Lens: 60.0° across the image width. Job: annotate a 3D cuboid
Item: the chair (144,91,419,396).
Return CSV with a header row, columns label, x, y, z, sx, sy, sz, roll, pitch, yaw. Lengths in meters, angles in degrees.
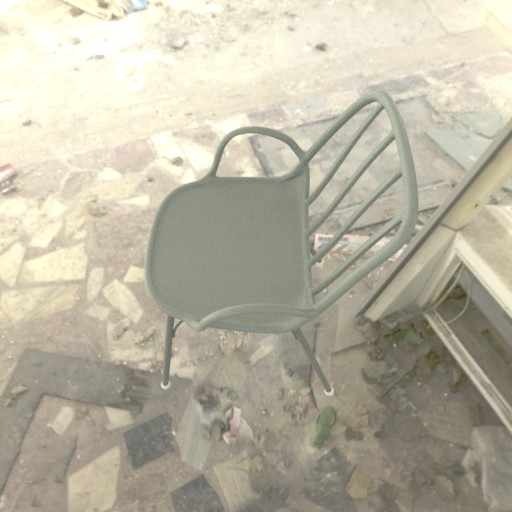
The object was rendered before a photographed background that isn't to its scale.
label,x,y,z,sx,sy,sz,roll,pitch,yaw
chair,0.000,0.000,1.196,0.597,0.816,0.549,1,57,1
